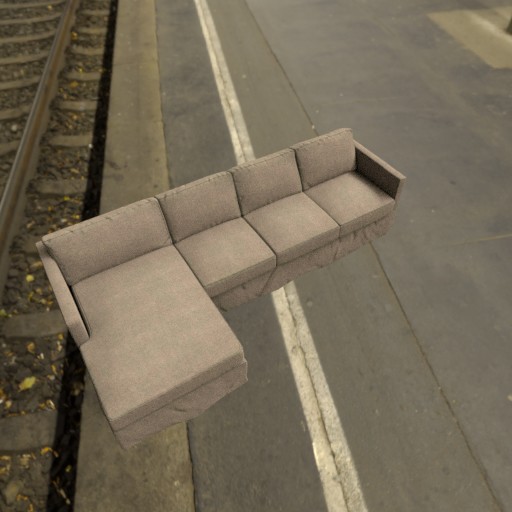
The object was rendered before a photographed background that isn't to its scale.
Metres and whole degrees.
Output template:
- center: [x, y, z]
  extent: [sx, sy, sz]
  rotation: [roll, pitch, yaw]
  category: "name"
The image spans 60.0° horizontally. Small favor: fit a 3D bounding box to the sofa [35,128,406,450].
- center: [0.000, 0.000, 3.821]
  extent: [3.205, 0.922, 1.650]
  rotation: [-24, 51, -21]
  category: "sofa"
